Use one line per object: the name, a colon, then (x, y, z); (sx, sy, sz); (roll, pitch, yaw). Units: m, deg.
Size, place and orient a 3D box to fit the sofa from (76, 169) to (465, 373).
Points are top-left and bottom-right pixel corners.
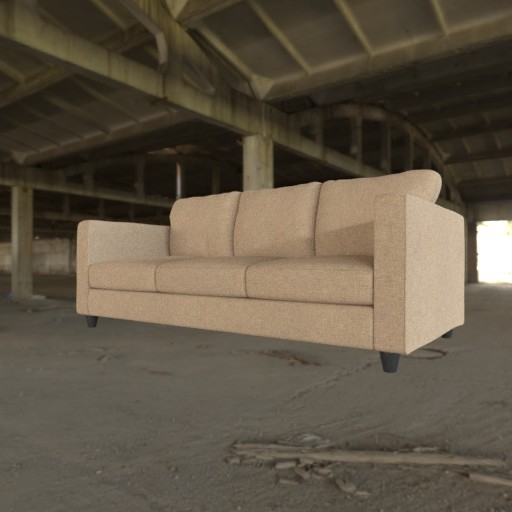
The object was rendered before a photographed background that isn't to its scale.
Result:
sofa: (0.000, 0.000, 2.332); (1.855, 0.800, 0.930); (0, -1, 36)
